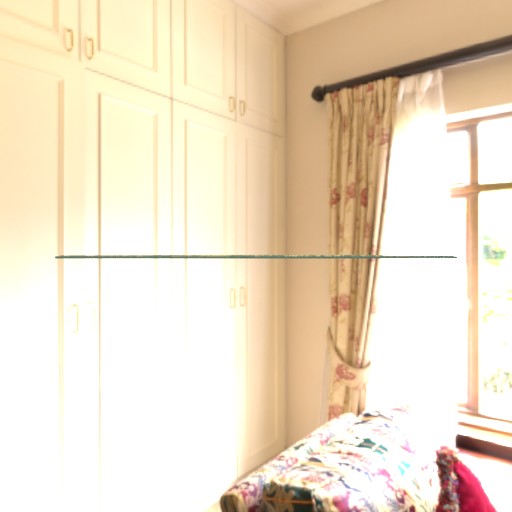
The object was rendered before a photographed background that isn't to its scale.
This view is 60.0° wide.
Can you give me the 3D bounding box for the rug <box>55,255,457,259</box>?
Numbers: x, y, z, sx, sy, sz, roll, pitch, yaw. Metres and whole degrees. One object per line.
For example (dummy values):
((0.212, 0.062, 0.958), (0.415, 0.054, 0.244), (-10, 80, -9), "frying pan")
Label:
((0.000, 0.000, 2.807), (1.554, 0.012, 2.205), (0, 0, 0), "rug")
